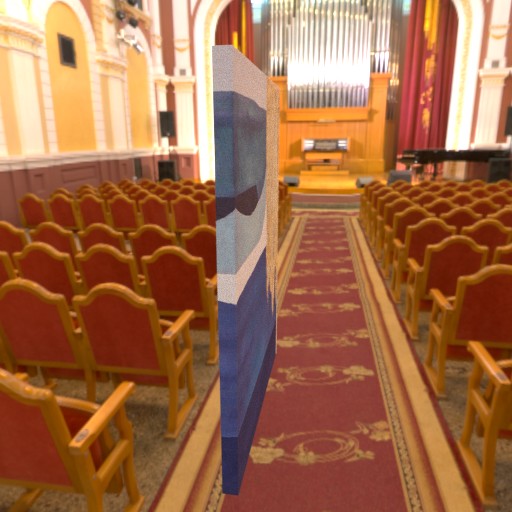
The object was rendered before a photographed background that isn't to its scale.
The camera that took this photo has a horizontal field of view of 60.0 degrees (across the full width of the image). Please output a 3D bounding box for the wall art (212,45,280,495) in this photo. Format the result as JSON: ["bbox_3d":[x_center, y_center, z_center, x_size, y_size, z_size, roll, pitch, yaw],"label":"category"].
[{"bbox_3d":[0.000,0.000,0.797,0.026,0.613,0.458,2,15,9],"label":"wall art"}]
